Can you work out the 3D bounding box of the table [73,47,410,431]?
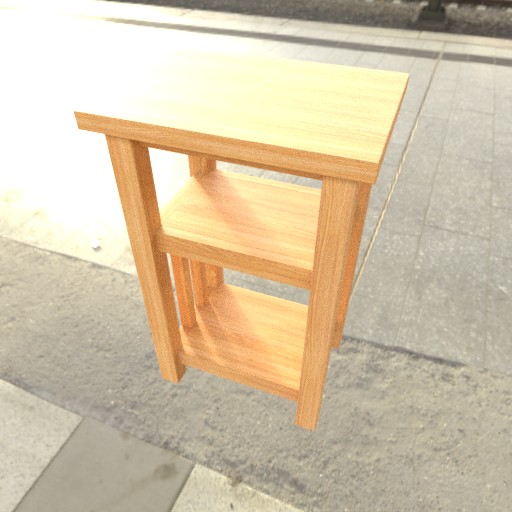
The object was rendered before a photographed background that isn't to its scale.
[{"bbox_3d":[0.000,0.000,0.738,0.350,0.550,0.270,14,43,16],"label":"table"}]
